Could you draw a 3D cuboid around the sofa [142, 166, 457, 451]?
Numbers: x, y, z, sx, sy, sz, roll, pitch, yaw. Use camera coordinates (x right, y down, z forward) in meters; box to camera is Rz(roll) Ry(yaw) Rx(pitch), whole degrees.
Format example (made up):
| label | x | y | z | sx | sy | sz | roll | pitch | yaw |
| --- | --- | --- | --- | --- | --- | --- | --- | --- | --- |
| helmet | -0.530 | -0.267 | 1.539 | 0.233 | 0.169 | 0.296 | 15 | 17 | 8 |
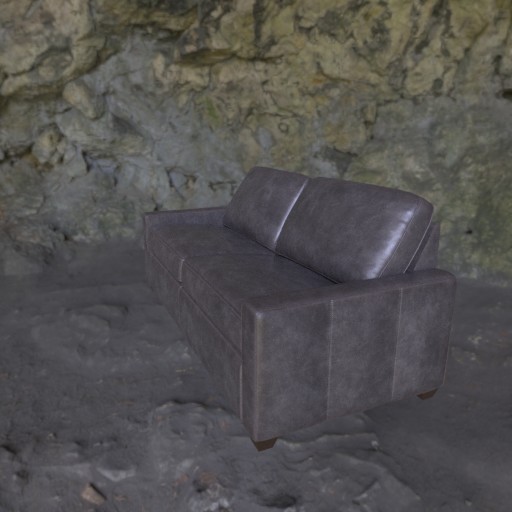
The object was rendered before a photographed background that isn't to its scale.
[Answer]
| label | x | y | z | sx | sy | sz | roll | pitch | yaw |
| --- | --- | --- | --- | --- | --- | --- | --- | --- | --- |
| sofa | 0.000 | 0.000 | 2.583 | 0.939 | 0.916 | 2.081 | -7 | 17 | -23 |
